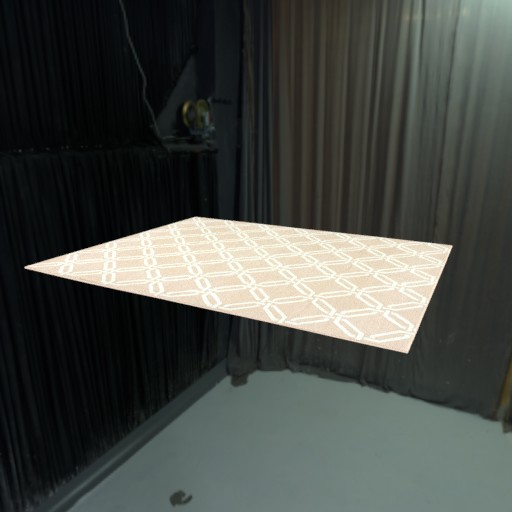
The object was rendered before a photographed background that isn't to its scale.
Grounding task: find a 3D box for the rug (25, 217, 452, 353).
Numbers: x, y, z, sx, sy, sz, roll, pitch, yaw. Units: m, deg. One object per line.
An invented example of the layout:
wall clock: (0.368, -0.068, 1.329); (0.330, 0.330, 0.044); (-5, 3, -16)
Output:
rug: (0.000, 0.000, 3.781); (2.895, 0.018, 2.288); (8, 18, 27)
